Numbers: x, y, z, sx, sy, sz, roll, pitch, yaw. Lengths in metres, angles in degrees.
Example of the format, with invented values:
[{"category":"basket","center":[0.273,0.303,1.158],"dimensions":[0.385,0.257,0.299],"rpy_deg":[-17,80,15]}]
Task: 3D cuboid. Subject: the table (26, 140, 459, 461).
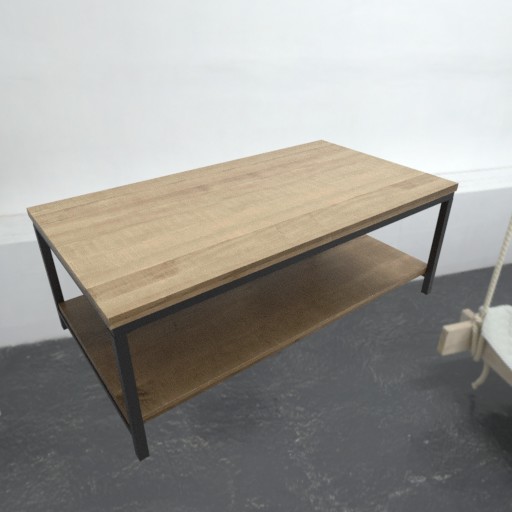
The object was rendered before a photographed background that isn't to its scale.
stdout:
[{"category":"table","center":[0.000,0.000,1.327],"dimensions":[1.062,0.393,0.574],"rpy_deg":[-21,36,-31]}]
